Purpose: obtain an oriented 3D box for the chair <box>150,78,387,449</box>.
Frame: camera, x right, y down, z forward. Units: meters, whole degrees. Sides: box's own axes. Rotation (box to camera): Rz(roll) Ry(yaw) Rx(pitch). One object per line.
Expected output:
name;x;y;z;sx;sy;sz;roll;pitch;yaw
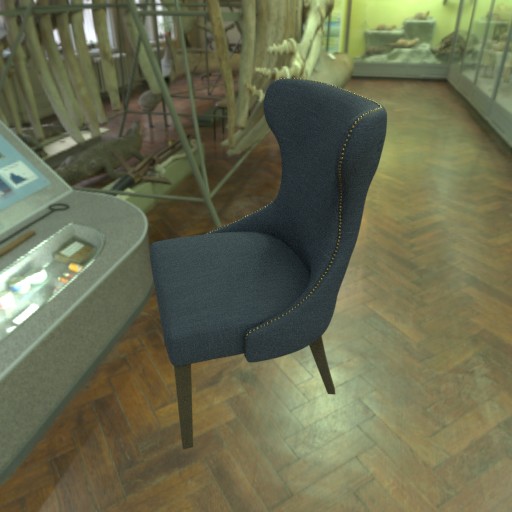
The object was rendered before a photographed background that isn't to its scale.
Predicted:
chair;0.000;0.000;1.391;0.635;0.967;0.628;-8;31;-14
